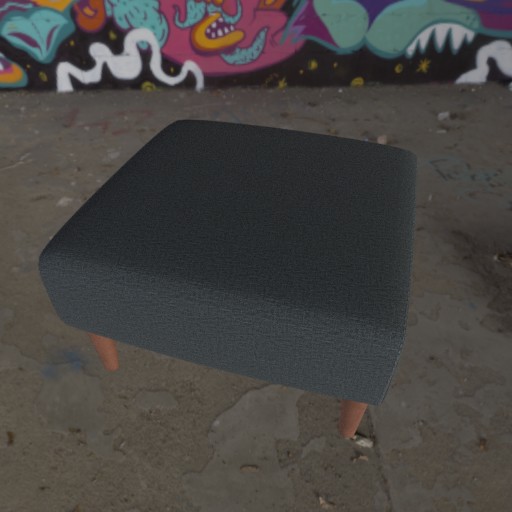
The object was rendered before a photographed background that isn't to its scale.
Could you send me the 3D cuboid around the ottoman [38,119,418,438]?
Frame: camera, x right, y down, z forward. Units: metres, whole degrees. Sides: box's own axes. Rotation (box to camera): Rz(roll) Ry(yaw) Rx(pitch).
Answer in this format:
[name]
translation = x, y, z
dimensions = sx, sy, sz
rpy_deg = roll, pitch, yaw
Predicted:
[ottoman]
translation = 0.000, 0.000, 1.040
dimensions = 0.650, 0.398, 0.649
rpy_deg = 11, 43, 13
